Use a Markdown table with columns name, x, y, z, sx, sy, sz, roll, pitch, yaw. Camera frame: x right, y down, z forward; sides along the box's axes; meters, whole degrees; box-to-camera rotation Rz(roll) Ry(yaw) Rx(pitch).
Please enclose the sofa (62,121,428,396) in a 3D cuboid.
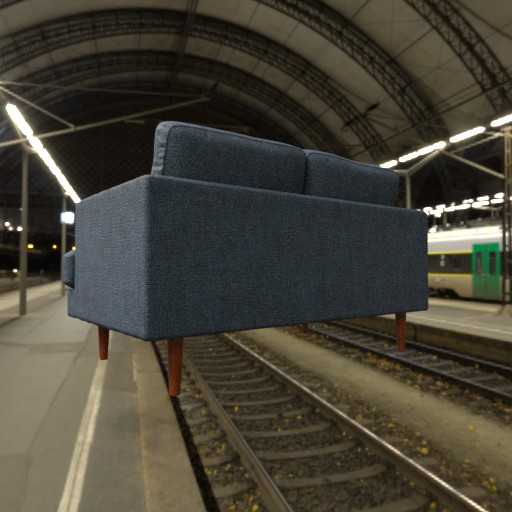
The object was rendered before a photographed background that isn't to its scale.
| name | x | y | z | sx | sy | sz | roll | pitch | yaw |
| --- | --- | --- | --- | --- | --- | --- | --- | --- | --- |
| sofa | 0.000 | 0.000 | 2.155 | 1.582 | 0.944 | 0.903 | 1 | -2 | -38 |
